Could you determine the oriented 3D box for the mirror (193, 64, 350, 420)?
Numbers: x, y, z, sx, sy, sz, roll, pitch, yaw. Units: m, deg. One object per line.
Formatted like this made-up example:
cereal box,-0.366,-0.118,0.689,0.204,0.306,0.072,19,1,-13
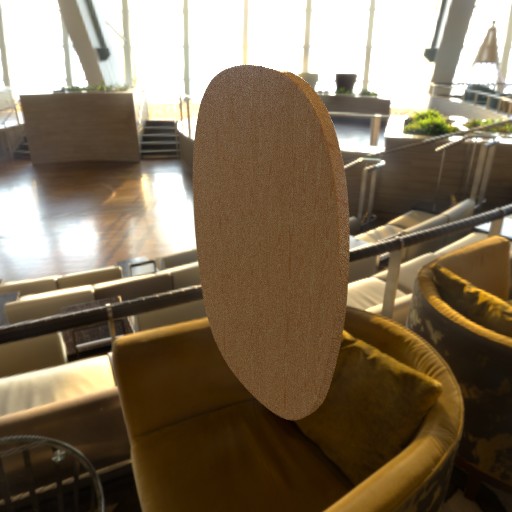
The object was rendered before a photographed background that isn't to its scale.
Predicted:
mirror,0.000,0.000,1.353,0.037,1.075,0.724,-17,30,-32
